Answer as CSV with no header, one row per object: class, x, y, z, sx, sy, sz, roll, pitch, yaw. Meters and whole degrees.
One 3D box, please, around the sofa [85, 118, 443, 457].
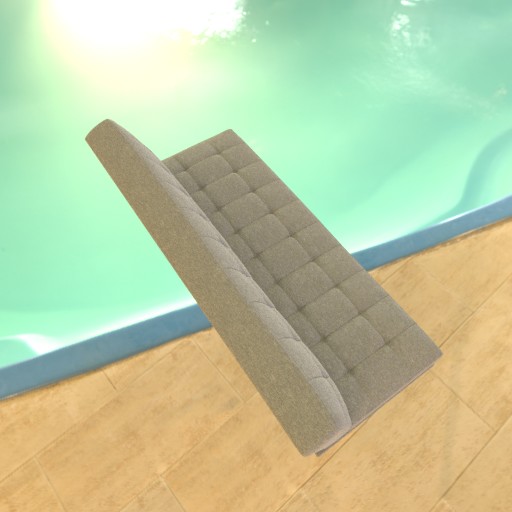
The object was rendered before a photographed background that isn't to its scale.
sofa,0.000,0.000,2.233,0.860,0.810,1.800,-31,63,-17
